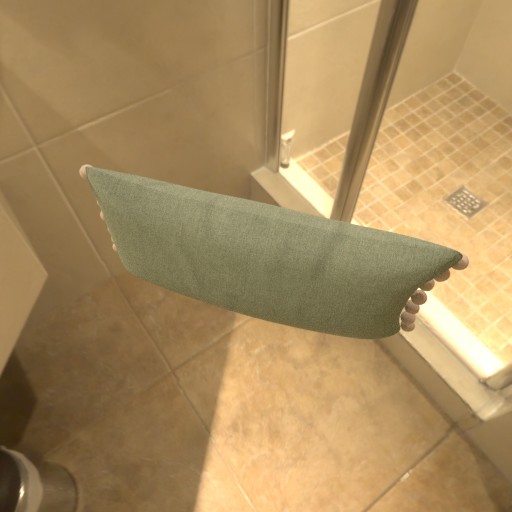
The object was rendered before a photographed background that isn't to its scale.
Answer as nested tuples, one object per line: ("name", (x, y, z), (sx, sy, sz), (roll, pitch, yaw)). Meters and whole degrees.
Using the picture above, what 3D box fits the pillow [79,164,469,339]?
("pillow", (0.000, 0.000, 0.866), (0.709, 0.322, 0.201), (15, 59, 9))
